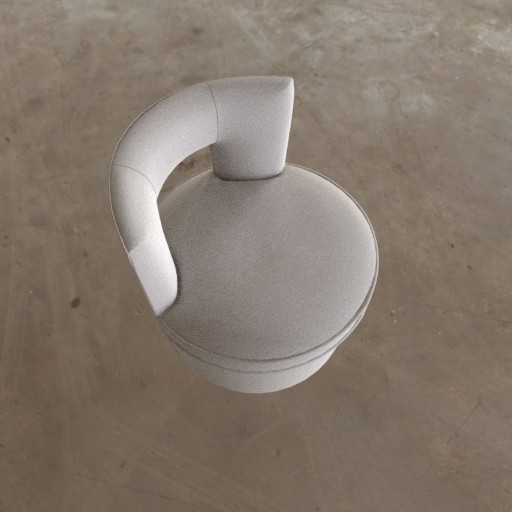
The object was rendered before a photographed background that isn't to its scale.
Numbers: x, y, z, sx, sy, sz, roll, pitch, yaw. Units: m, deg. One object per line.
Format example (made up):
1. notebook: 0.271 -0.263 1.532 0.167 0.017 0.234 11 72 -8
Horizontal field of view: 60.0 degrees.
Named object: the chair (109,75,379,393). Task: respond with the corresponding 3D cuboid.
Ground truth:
1. chair: 0.000 0.000 1.244 0.665 0.723 0.650 29 64 16
